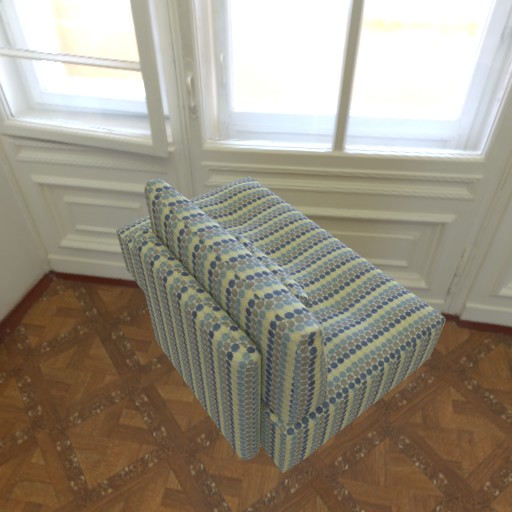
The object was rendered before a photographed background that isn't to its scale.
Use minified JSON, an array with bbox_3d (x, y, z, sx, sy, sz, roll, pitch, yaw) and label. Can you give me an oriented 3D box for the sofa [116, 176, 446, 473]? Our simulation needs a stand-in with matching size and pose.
[{"bbox_3d":[0.000,0.000,2.027,1.000,0.820,1.450,-26,48,-26],"label":"sofa"}]
